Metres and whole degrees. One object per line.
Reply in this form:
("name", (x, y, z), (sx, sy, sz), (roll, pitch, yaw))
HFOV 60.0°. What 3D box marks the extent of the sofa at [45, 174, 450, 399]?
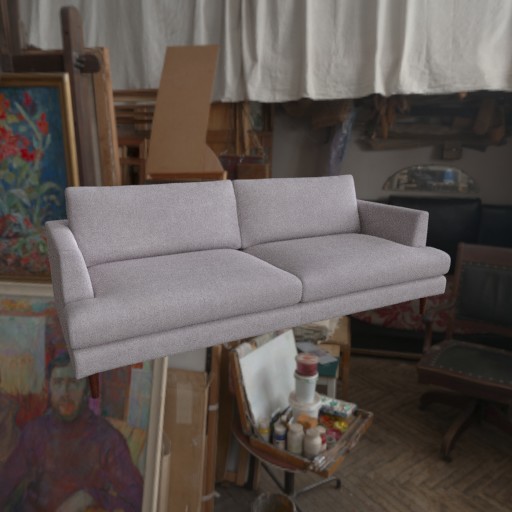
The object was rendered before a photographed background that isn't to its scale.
("sofa", (0.000, 0.000, 2.693), (2.250, 0.868, 1.020), (-8, 17, -27))
